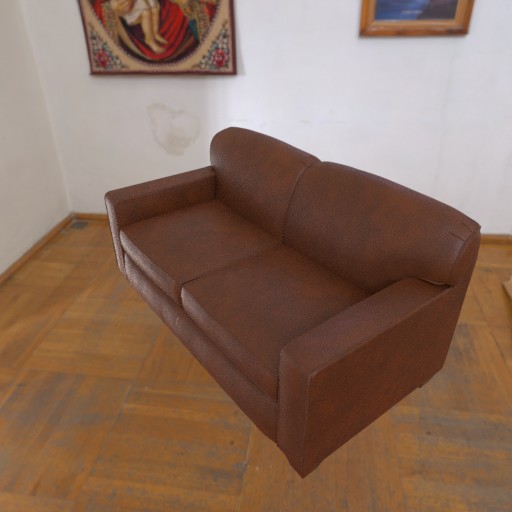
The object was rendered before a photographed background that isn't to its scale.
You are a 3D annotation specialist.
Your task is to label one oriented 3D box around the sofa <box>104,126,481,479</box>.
[{"bbox_3d":[0.000,0.000,2.373,1.000,0.966,1.856,-22,38,-31],"label":"sofa"}]
